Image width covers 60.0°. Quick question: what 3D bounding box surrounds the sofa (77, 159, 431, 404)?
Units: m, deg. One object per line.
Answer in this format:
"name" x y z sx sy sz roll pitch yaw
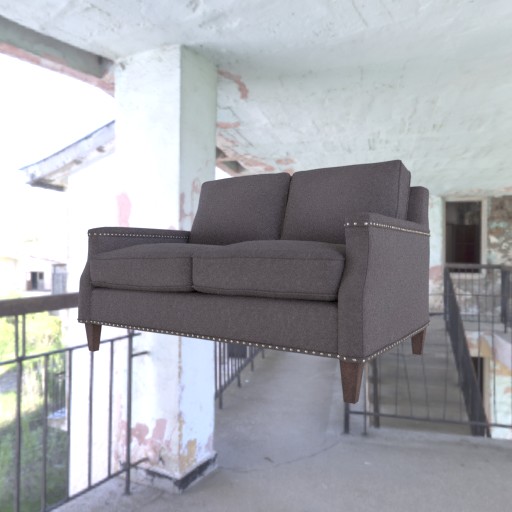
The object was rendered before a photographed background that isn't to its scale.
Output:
"sofa" 0.000 0.000 2.336 1.597 1.003 1.084 0 0 34
